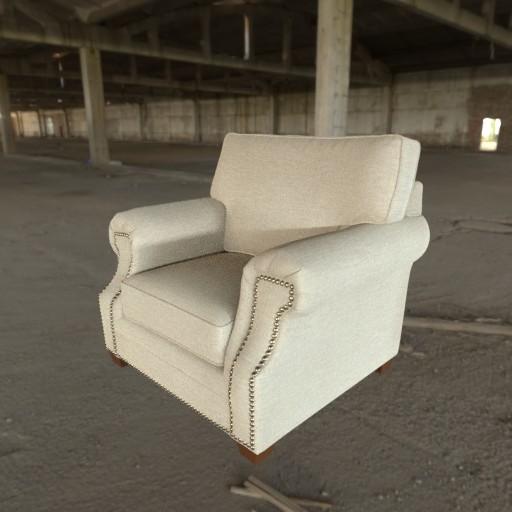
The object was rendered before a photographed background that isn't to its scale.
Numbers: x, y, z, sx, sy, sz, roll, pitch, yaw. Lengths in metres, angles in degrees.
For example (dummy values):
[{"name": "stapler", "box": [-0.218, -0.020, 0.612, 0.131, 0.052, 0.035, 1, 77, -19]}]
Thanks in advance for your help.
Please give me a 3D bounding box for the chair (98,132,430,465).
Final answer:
[{"name": "chair", "box": [0.000, 0.000, 1.806, 1.092, 0.961, 0.965, 16, 22, 42]}]
